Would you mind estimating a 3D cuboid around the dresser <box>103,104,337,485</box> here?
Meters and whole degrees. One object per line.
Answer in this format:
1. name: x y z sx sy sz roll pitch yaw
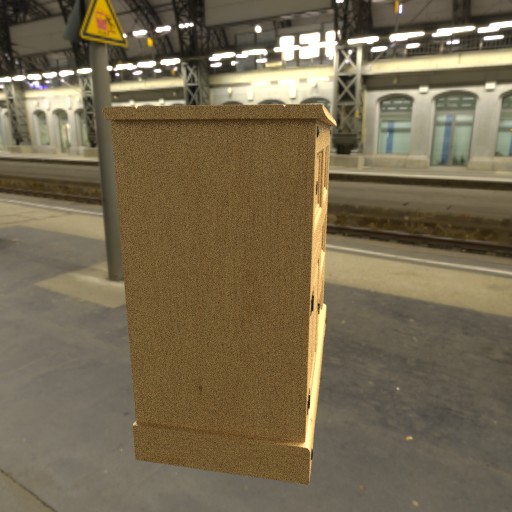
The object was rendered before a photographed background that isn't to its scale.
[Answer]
1. dresser: 0.000 0.000 1.377 0.440 0.835 0.915 3 16 11
